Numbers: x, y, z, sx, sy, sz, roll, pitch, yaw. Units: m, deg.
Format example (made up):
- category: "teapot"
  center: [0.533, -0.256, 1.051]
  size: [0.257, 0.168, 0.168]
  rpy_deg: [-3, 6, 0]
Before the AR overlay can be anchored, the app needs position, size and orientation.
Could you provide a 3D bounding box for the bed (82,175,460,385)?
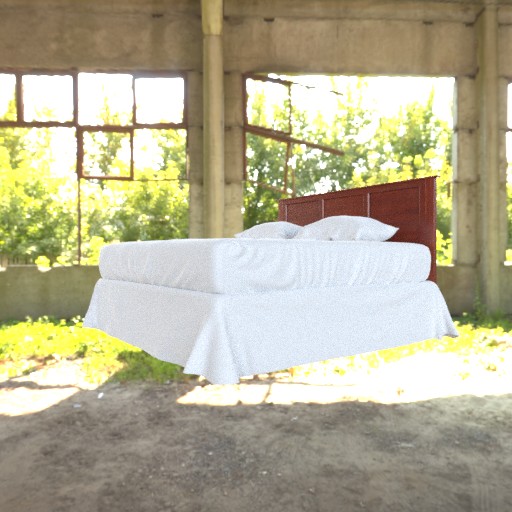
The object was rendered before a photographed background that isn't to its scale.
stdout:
- category: "bed"
  center: [0.000, 0.000, 3.634]
  size: [2.219, 1.271, 2.314]
  rpy_deg: [0, 0, -36]
